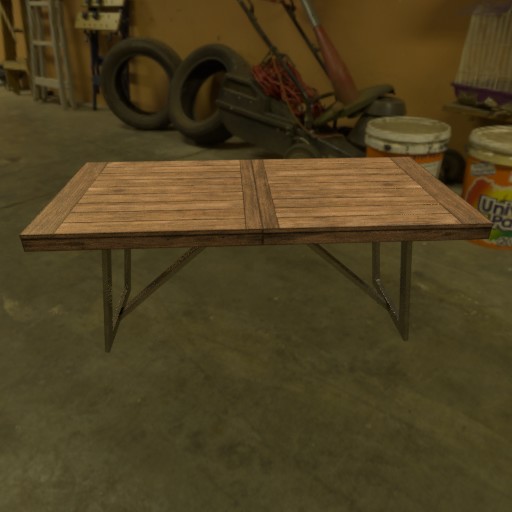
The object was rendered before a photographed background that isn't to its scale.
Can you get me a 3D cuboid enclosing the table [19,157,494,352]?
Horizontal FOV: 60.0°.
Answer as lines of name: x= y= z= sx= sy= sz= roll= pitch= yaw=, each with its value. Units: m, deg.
table: x=0.000 y=0.000 z=2.331 sx=1.867 sy=0.757 sz=0.931 roll=-2 pitch=29 yaw=-3
